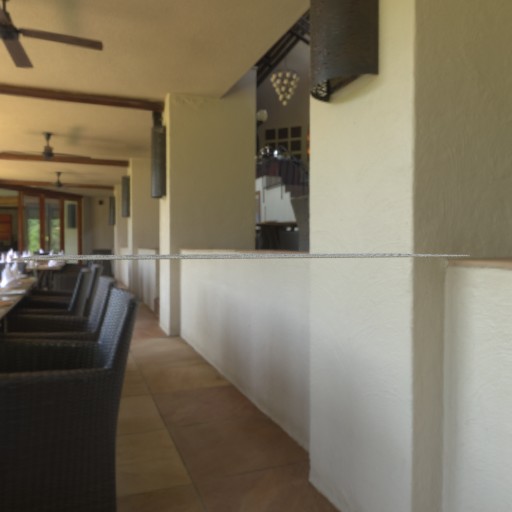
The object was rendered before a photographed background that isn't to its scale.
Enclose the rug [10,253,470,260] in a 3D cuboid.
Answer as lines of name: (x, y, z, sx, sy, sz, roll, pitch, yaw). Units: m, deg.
rug: (0.000, 0.000, 2.610, 2.435, 0.009, 0.750, 0, 1, -18)
